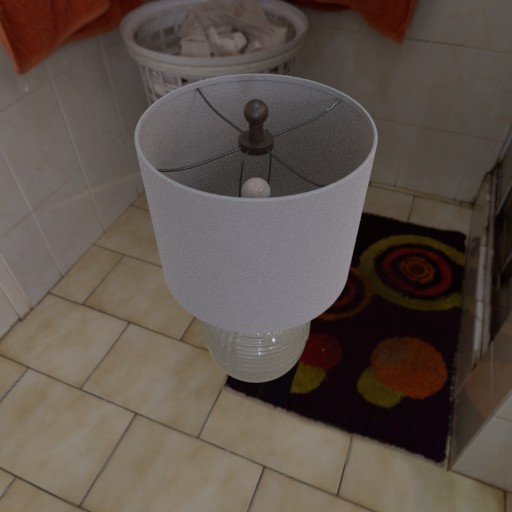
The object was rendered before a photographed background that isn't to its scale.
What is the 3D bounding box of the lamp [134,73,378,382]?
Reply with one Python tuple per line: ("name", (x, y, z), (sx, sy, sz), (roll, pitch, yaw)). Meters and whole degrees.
("lamp", (0.000, 0.000, 0.767), (0.318, 0.567, 0.318), (0, 46, 0))
